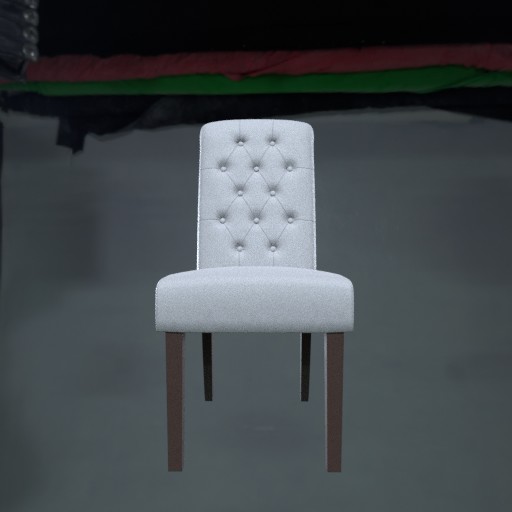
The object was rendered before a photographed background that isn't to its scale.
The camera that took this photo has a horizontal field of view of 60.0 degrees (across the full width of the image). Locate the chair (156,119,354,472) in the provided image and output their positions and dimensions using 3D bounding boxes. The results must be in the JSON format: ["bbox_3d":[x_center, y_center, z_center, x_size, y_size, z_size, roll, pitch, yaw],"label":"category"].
[{"bbox_3d":[0.000,0.000,1.351,0.456,1.006,0.671,0,-1,1],"label":"chair"}]
